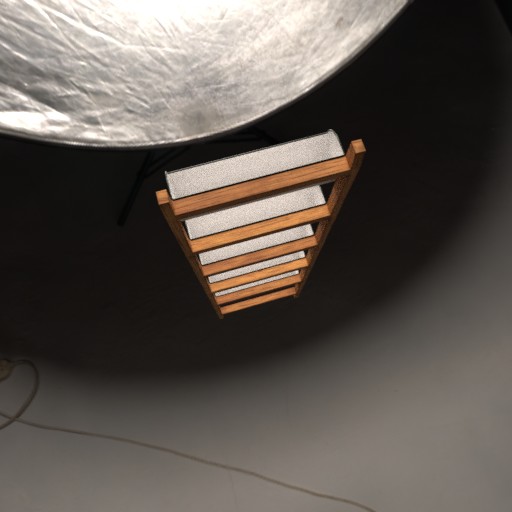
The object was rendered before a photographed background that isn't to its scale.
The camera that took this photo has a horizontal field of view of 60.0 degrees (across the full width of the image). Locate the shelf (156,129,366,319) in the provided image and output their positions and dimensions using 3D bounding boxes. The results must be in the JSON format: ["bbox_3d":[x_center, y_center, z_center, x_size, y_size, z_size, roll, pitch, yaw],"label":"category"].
[{"bbox_3d":[0.000,0.000,1.716,0.454,1.600,0.141,-15,74,-4],"label":"shelf"}]
